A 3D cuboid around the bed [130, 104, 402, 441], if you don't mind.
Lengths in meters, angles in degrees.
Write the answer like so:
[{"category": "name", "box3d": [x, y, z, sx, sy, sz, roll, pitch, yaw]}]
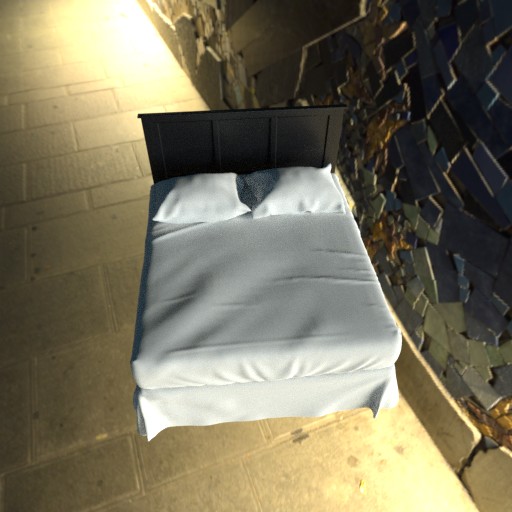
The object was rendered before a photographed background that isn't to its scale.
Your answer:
[{"category": "bed", "box3d": [0.000, 0.000, 3.229, 1.870, 1.270, 2.050, -4, 45, -4]}]
